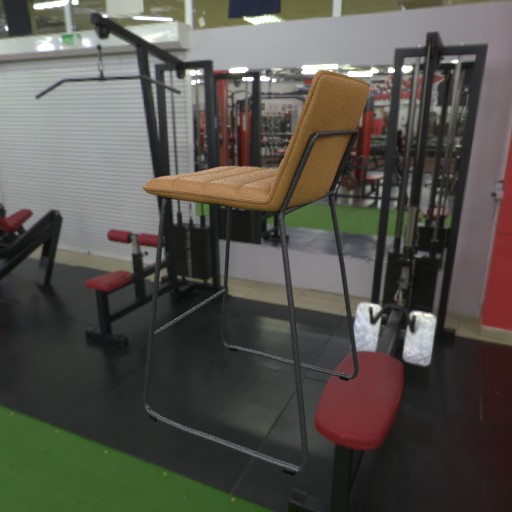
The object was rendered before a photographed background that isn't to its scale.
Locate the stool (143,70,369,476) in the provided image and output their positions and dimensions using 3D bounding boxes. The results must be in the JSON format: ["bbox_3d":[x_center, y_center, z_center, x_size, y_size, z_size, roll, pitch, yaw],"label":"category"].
[{"bbox_3d":[0.000,0.000,1.260,0.524,0.936,0.489,9,19,26],"label":"stool"}]
